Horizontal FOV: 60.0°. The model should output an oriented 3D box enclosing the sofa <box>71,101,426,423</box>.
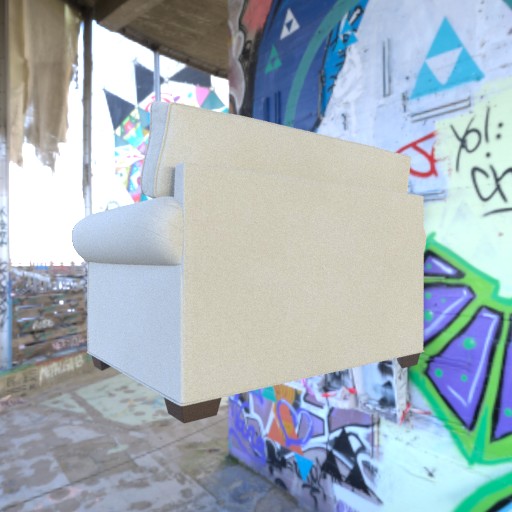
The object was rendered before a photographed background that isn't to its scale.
[{"bbox_3d":[0.000,0.000,2.038,1.405,1.006,0.937,0,0,-37],"label":"sofa"}]
